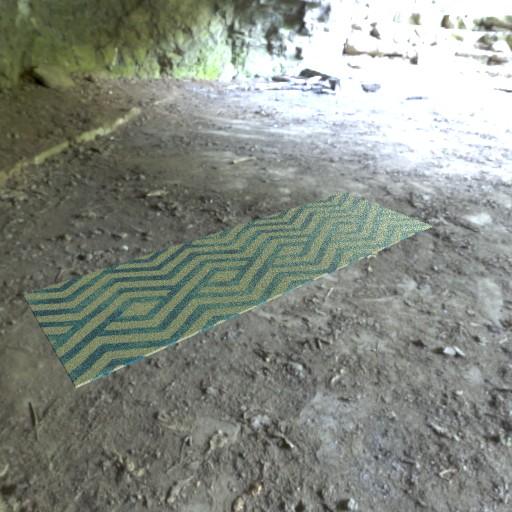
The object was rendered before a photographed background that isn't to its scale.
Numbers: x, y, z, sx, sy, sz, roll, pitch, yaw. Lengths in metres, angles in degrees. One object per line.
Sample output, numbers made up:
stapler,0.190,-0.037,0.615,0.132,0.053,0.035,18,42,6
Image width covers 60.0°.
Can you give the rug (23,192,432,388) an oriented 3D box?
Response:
rug,0.000,0.000,1.639,1.492,0.007,0.503,-21,35,-32
